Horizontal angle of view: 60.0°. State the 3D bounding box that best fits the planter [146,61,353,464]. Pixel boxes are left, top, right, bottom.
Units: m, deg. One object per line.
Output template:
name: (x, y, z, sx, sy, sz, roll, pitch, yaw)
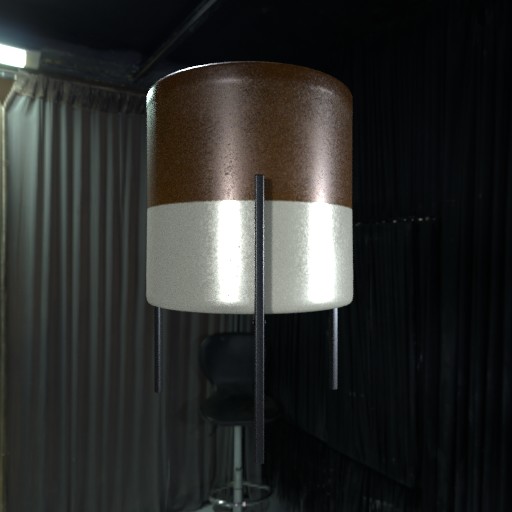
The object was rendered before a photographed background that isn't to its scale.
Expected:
planter: (0.000, 0.000, 0.552, 0.269, 0.375, 0.255, 0, 1, -35)
